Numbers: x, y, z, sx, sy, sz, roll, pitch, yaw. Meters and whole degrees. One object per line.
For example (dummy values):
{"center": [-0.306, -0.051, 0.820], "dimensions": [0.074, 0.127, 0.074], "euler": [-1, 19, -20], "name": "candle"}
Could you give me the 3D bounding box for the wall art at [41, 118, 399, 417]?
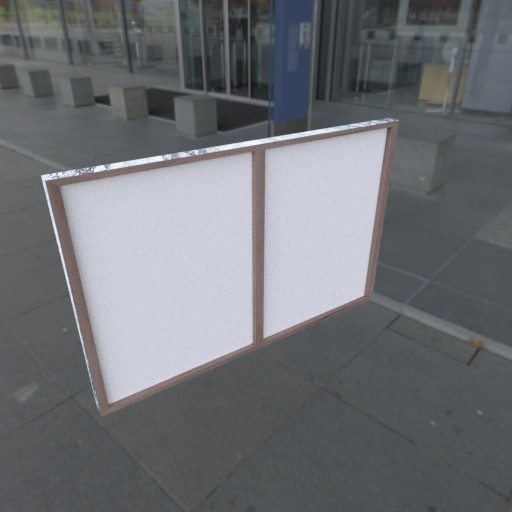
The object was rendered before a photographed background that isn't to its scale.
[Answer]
{"center": [0.000, 0.000, 1.165], "dimensions": [0.919, 0.598, 0.038], "euler": [-17, 33, -29], "name": "wall art"}
